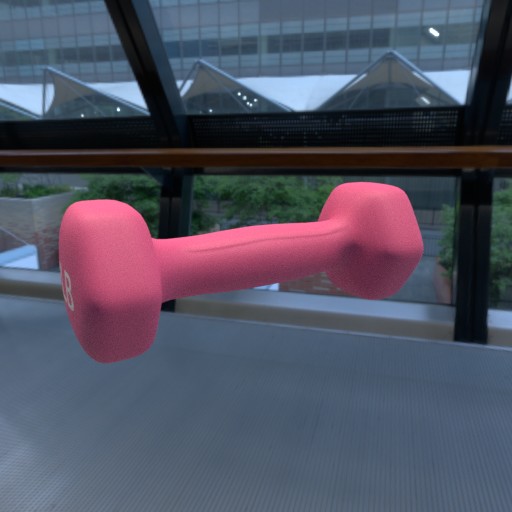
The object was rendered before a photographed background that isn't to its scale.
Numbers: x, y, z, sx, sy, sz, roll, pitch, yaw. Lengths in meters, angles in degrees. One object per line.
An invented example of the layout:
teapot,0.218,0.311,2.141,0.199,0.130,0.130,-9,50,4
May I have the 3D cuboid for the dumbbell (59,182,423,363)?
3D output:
dumbbell,0.000,0.000,0.181,0.146,0.053,0.058,-8,17,-28
